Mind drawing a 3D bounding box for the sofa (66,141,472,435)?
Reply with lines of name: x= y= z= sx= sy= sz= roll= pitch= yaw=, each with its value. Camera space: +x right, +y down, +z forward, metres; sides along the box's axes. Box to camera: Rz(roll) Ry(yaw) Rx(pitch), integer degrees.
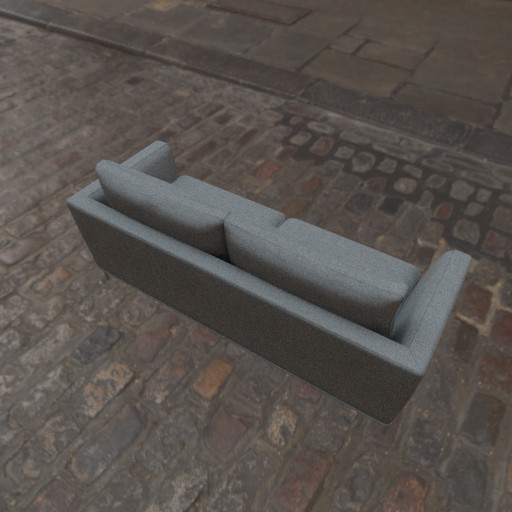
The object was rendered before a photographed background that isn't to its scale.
sofa: x=0.000 y=0.000 z=2.689 sx=2.212 sy=1.002 sz=0.869 roll=24 pitch=50 yaw=22
